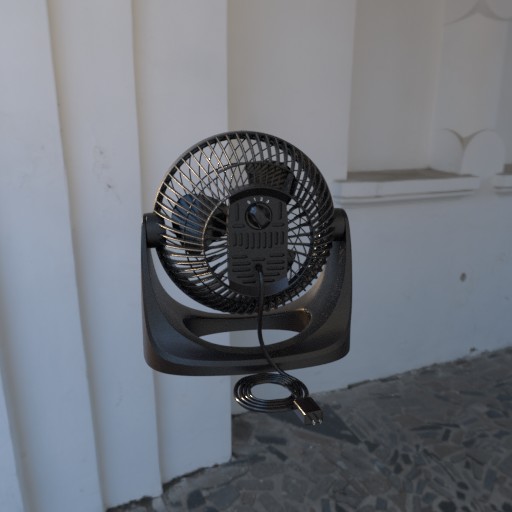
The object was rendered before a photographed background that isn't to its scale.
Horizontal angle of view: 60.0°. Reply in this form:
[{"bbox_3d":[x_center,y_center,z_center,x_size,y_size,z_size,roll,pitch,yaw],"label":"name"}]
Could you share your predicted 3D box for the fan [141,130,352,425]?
[{"bbox_3d":[0.000,0.000,0.499,0.273,0.277,0.256,-2,15,-9],"label":"fan"}]
